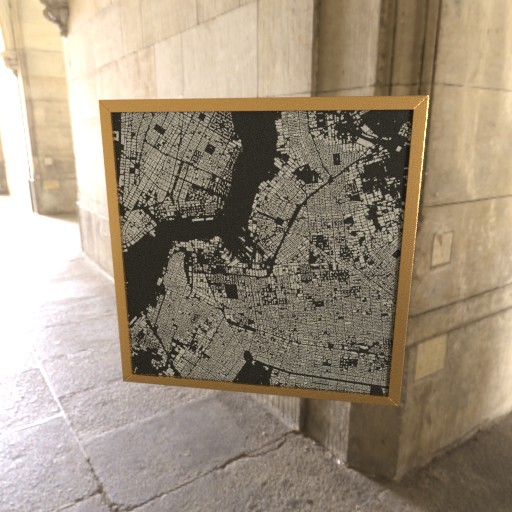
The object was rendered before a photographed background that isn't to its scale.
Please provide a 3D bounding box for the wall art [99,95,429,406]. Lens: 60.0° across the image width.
[{"bbox_3d":[0.000,0.000,0.455,0.305,0.305,0.023,2,15,9],"label":"wall art"}]
